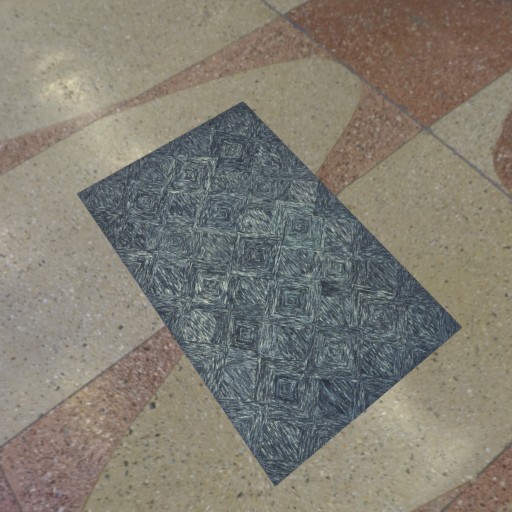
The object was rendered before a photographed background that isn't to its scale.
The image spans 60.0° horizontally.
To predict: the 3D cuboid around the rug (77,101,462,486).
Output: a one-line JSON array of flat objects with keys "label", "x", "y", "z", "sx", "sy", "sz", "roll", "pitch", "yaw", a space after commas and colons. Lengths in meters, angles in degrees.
[{"label": "rug", "x": 0.000, "y": 0.000, "z": 2.978, "sx": 1.478, "sy": 0.017, "sz": 2.330, "roll": -34, "pitch": 69, "yaw": -15}]
